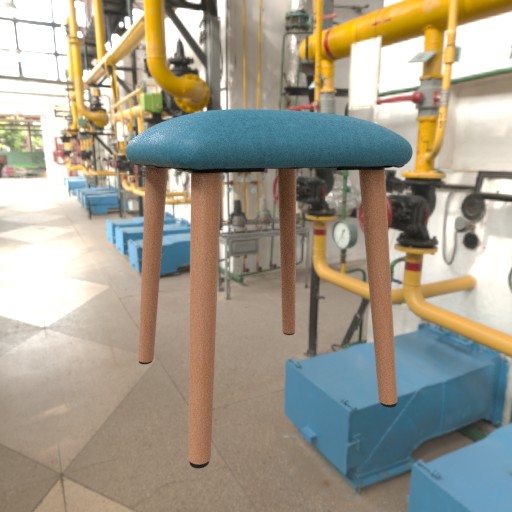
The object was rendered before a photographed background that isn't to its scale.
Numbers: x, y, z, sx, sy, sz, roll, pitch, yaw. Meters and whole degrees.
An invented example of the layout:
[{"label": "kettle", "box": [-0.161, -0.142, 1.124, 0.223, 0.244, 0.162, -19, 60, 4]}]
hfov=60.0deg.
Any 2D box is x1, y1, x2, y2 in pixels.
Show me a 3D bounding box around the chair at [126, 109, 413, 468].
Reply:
[{"label": "chair", "box": [0.000, 0.000, 0.731, 0.360, 0.450, 0.360, -6, 14, -25]}]
